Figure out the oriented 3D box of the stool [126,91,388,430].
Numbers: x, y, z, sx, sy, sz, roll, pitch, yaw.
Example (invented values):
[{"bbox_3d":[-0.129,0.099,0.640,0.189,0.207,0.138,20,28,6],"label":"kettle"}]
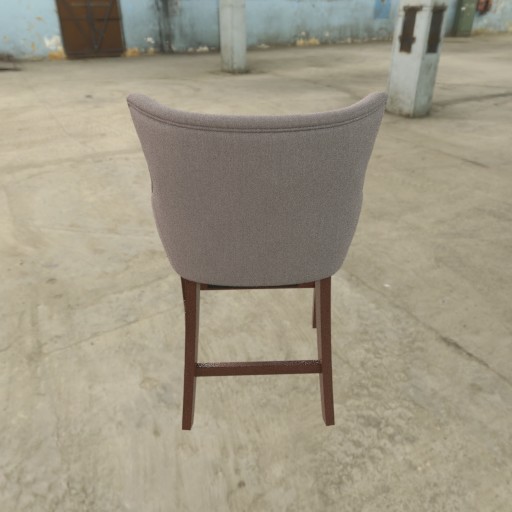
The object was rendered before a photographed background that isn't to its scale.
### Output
[{"bbox_3d":[0.000,0.000,1.294,0.575,0.951,0.575,-1,29,-2],"label":"stool"}]
